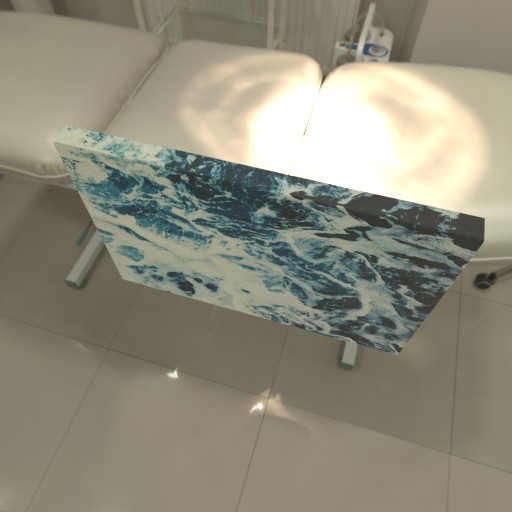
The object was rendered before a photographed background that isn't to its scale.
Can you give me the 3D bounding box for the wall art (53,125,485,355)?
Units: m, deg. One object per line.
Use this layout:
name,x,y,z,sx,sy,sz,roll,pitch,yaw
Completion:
wall art,0.000,0.000,0.781,0.609,0.407,0.043,14,58,9
